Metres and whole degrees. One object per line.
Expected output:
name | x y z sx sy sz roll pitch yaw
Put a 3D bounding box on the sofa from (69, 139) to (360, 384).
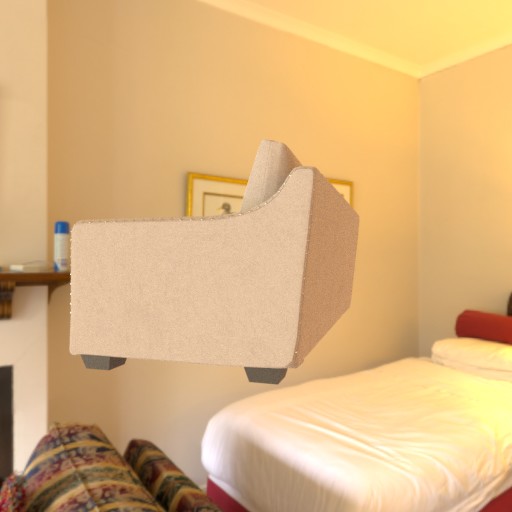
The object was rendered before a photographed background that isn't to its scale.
sofa | 0.000 0.000 2.565 1.030 0.901 1.967 0 0 17
